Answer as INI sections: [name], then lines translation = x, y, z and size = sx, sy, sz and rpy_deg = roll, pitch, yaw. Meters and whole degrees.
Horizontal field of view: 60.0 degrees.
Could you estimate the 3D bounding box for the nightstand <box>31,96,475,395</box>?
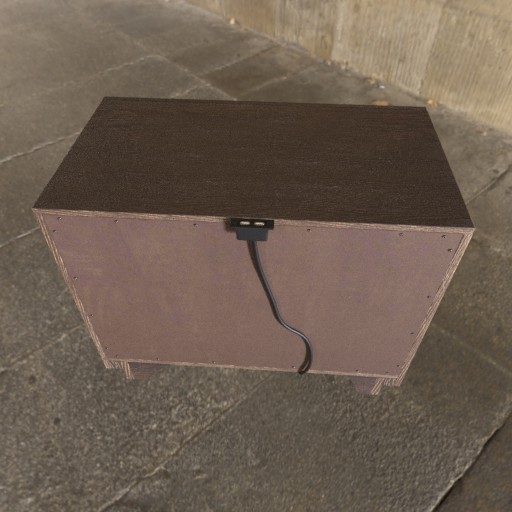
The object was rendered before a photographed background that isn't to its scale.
[nightstand]
translation = 0.000, 0.000, 1.131
size = 0.775, 0.612, 0.457
rpy_deg = 3, 46, 3
